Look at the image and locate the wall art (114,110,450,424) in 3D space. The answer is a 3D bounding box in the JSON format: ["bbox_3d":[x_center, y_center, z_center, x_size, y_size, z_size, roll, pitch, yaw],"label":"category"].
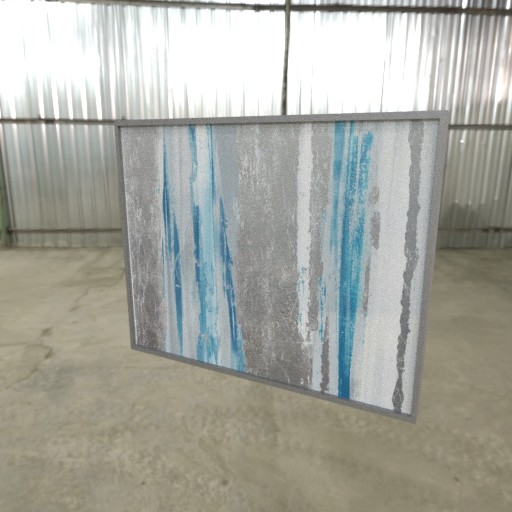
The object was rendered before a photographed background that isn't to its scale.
[{"bbox_3d":[0.000,0.000,0.750,0.557,0.450,0.037,7,16,26],"label":"wall art"}]
